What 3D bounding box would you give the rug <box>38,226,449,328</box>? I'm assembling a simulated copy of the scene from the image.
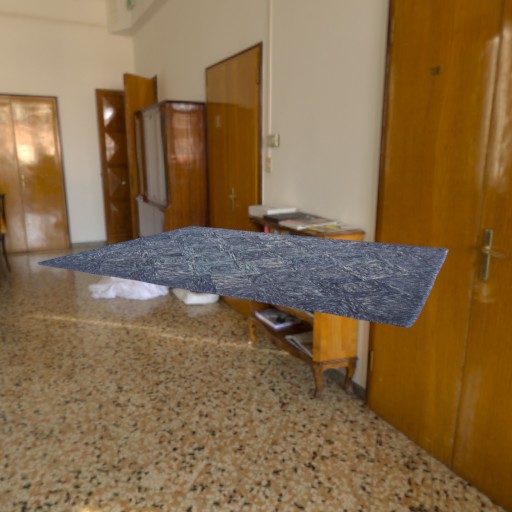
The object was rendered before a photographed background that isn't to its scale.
[{"bbox_3d":[0.000,0.000,4.257,3.245,0.024,2.385,7,14,27],"label":"rug"}]
